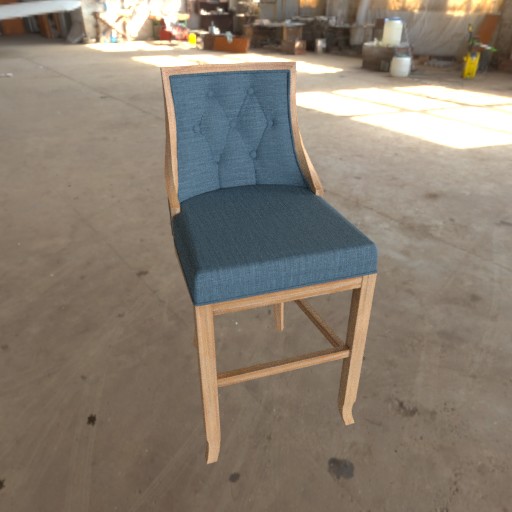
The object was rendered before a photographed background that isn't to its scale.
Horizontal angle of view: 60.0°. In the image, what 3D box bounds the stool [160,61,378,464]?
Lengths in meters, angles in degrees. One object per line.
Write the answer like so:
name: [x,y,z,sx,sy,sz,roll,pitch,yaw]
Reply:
stool: [0.000,0.000,1.454,0.524,1.101,0.626,-9,32,-15]
